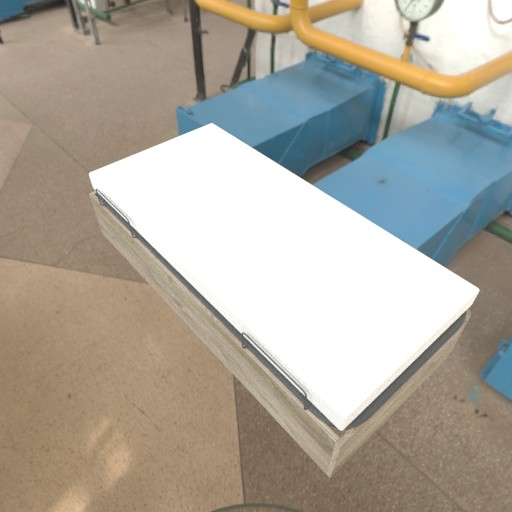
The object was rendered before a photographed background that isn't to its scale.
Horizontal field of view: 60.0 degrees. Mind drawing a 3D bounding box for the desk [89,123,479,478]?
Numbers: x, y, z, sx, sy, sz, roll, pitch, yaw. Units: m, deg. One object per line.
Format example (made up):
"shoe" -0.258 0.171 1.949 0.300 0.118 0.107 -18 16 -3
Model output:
"desk" 0.000 0.000 2.286 0.900 0.455 1.900 -32 53 -28
